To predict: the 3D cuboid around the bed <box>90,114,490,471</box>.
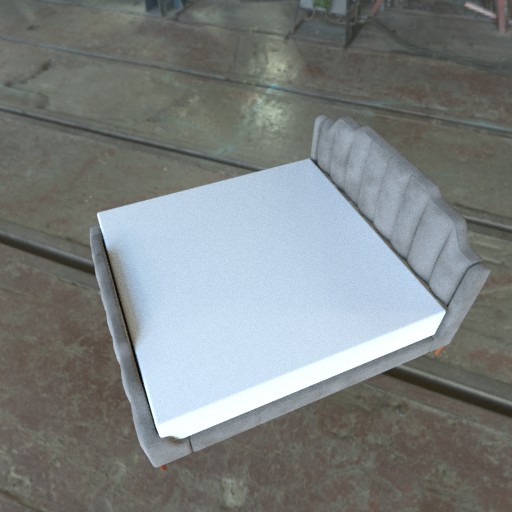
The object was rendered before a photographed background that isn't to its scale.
[{"bbox_3d":[0.000,0.000,3.389,2.340,1.245,2.074,-17,49,-16],"label":"bed"}]
